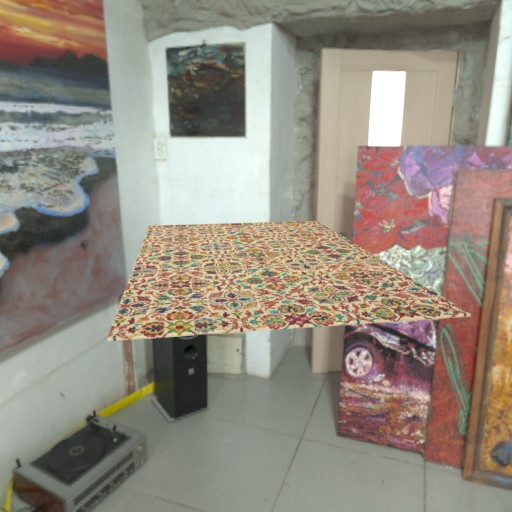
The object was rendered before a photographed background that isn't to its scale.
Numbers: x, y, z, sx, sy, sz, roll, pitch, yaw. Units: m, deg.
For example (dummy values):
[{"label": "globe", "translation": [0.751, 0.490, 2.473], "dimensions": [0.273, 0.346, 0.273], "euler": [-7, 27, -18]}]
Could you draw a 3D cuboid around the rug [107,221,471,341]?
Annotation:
[{"label": "rug", "translation": [0.000, 0.000, 2.326], "dimensions": [1.226, 0.013, 1.838], "euler": [-2, 15, -9]}]
